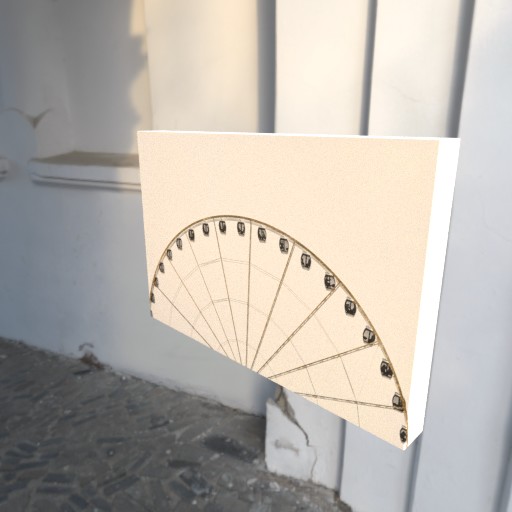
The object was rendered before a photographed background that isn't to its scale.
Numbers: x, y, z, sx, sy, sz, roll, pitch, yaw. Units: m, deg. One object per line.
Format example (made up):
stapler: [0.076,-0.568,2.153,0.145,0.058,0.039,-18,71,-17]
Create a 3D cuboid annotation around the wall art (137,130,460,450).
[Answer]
wall art: [0.000,0.000,0.477,0.384,0.254,0.039,16,23,42]
